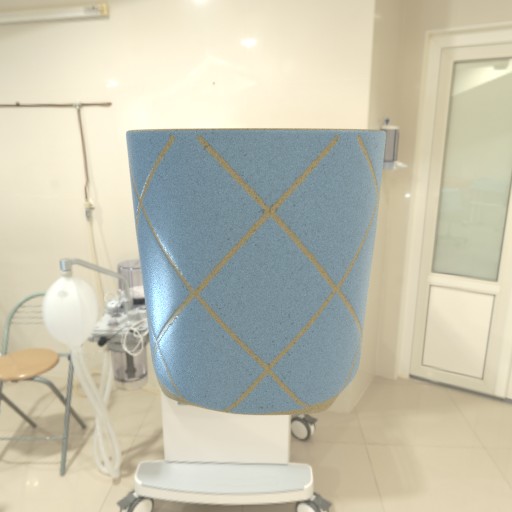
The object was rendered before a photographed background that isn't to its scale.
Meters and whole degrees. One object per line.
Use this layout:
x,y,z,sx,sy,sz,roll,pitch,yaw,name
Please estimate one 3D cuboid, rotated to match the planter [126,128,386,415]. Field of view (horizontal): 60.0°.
0.000,0.000,0.432,0.227,0.235,0.227,0,15,0,planter
